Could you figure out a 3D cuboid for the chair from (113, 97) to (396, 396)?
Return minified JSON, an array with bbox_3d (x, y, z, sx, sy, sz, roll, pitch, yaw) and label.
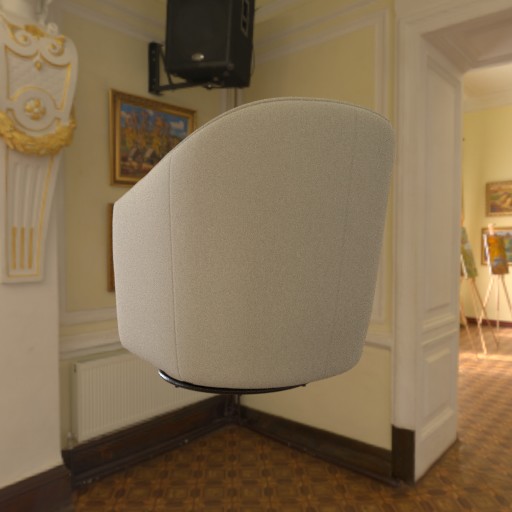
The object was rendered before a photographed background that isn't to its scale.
[{"bbox_3d":[0.000,0.000,1.477,0.747,0.799,0.875,-1,2,-35],"label":"chair"}]
